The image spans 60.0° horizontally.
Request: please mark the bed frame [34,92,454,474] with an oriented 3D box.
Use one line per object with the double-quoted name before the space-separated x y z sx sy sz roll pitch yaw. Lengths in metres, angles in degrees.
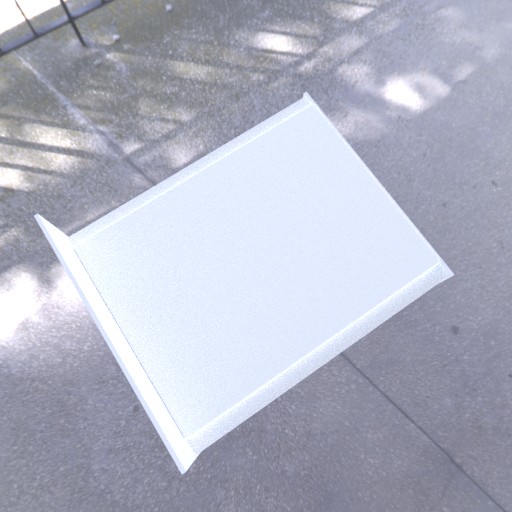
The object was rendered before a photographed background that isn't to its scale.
"bed frame" 0.000 0.000 2.877 1.960 0.800 1.622 -33 77 -8
